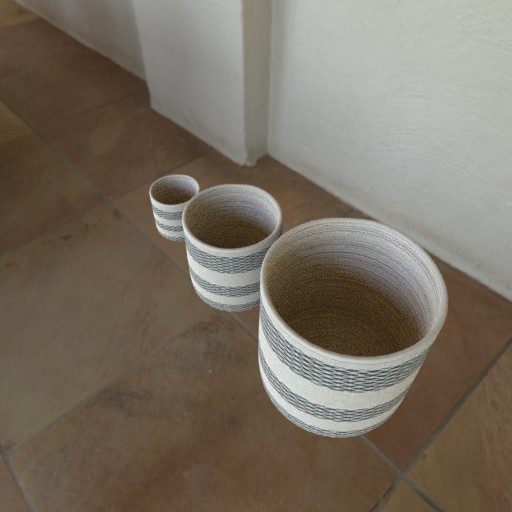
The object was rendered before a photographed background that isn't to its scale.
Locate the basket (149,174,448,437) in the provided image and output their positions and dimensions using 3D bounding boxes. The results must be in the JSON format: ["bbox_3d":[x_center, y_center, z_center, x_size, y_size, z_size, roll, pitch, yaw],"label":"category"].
[{"bbox_3d":[0.000,0.000,1.105,0.351,0.356,0.917,-31,54,-26],"label":"basket"}]
